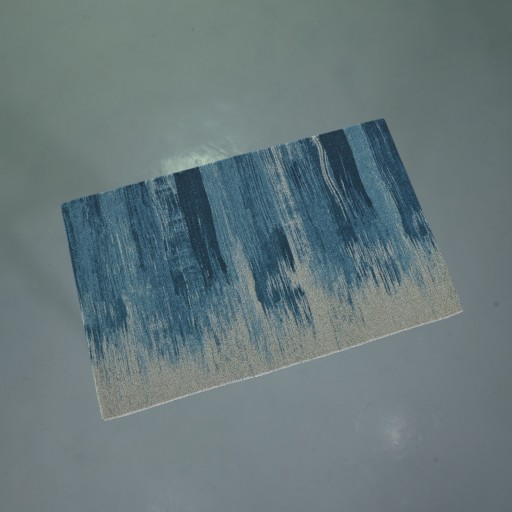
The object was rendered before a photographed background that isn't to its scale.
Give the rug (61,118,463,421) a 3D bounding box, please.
[{"bbox_3d":[0.000,0.000,3.040,2.450,0.027,1.540,-16,75,-4],"label":"rug"}]
